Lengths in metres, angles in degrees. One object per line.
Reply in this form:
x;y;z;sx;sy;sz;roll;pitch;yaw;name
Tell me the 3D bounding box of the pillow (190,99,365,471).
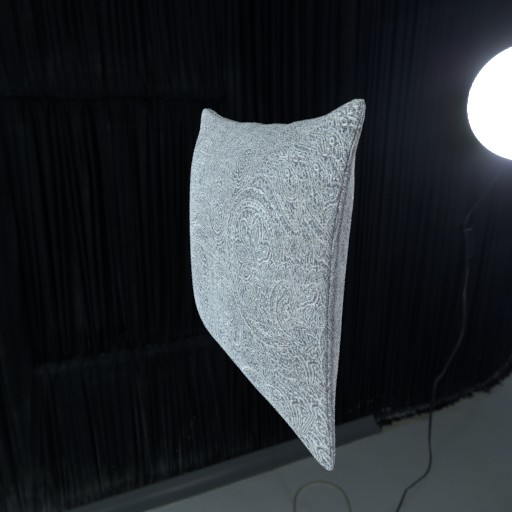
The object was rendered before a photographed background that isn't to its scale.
0.000;0.000;0.791;0.166;0.510;0.523;-8;19;-25;pillow
